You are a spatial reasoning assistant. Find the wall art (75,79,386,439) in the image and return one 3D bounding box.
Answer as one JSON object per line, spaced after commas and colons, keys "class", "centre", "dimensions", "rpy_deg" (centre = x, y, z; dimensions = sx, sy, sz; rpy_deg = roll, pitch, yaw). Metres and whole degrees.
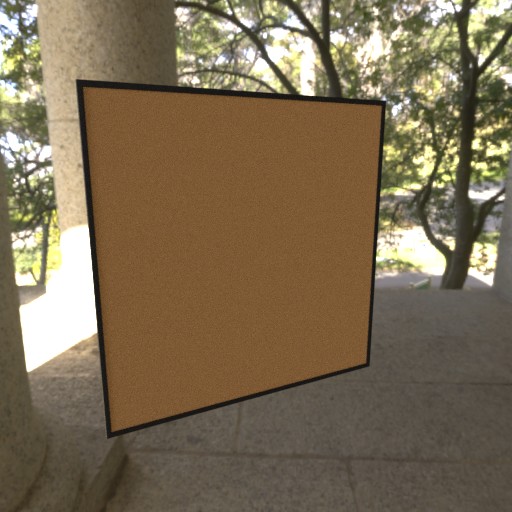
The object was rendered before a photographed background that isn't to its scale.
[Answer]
{"class": "wall art", "centre": [0.000, 0.000, 0.948], "dimensions": [0.664, 0.663, 0.015], "rpy_deg": [-7, 15, -27]}
